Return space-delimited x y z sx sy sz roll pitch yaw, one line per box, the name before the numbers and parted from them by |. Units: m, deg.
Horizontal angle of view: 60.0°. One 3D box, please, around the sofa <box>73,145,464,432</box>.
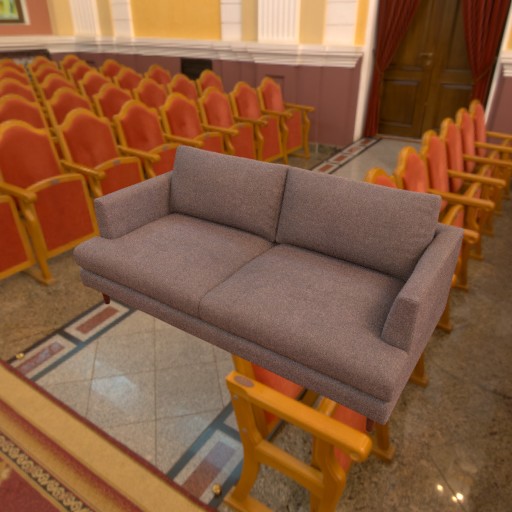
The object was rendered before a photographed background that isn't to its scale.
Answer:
sofa | 0.000 0.000 2.498 1.948 0.868 1.020 18 33 29
